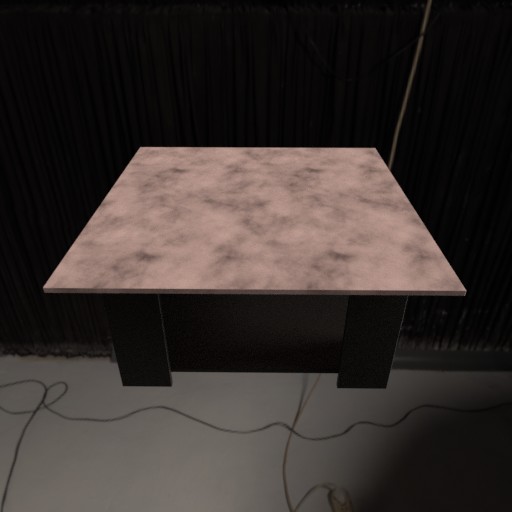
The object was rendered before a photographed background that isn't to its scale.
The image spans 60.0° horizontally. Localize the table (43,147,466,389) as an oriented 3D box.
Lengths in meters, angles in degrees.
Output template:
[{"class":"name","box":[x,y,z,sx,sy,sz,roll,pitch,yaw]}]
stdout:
[{"class":"table","box":[0.000,0.000,1.064,0.670,0.305,0.670,0,33,1]}]
